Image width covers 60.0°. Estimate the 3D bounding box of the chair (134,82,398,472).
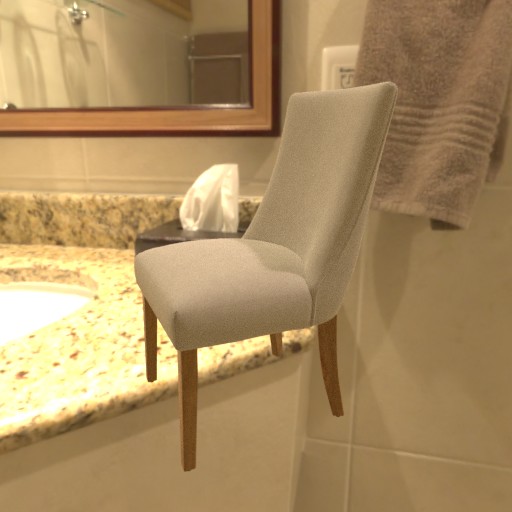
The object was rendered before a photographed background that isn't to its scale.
[{"bbox_3d":[0.000,0.000,1.246,0.610,0.902,0.495,-7,18,-24],"label":"chair"}]
